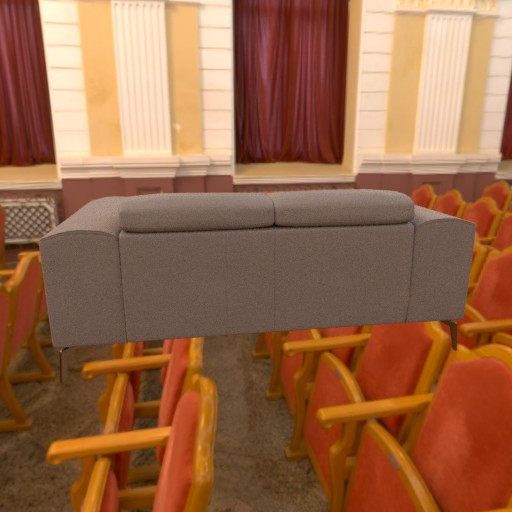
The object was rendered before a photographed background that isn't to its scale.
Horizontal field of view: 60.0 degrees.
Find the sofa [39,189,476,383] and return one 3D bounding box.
[{"bbox_3d":[0.000,0.000,2.381,1.895,0.779,1.003,-2,16,-9],"label":"sofa"}]
